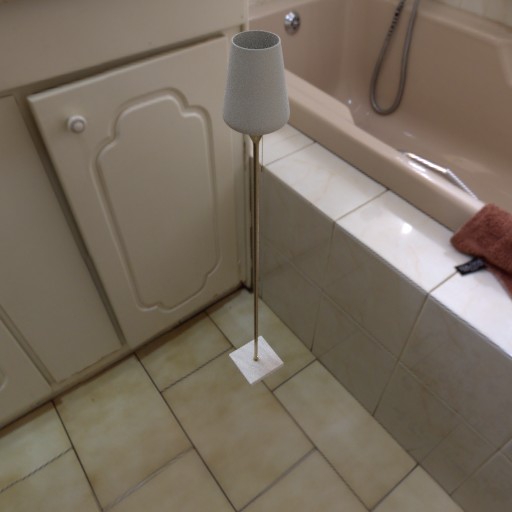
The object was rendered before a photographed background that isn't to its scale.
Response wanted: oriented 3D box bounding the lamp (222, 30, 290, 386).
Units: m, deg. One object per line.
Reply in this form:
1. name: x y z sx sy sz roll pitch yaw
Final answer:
1. lamp: 0.000 0.000 1.930 0.232 1.813 0.229 -27 53 -23
